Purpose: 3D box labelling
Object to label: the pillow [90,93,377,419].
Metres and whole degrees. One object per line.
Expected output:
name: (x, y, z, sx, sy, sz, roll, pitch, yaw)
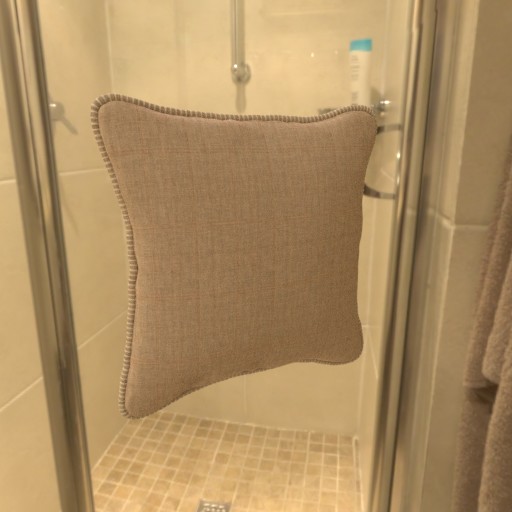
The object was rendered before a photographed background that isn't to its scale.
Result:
pillow: (0.000, 0.000, 0.741, 0.485, 0.494, 0.124, -7, 16, -26)
